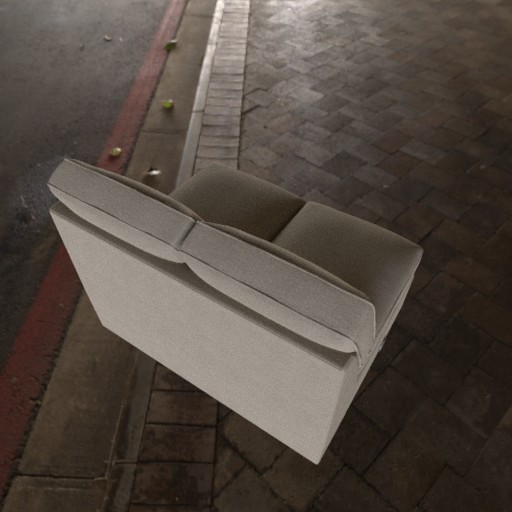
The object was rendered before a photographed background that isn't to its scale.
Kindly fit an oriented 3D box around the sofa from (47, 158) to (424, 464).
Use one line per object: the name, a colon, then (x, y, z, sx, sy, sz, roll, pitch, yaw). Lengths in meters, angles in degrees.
sofa: (0.000, 0.000, 1.941, 1.232, 1.006, 0.978, 26, 52, 22)
